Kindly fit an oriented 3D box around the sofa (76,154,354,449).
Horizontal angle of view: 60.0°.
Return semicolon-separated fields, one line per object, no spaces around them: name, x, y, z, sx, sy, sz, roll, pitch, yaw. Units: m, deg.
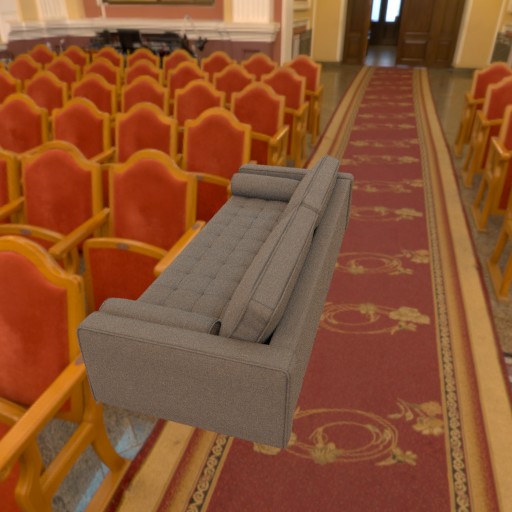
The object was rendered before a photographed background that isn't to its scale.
sofa;0.000;0.000;2.672;0.914;0.762;2.198;8;31;14
